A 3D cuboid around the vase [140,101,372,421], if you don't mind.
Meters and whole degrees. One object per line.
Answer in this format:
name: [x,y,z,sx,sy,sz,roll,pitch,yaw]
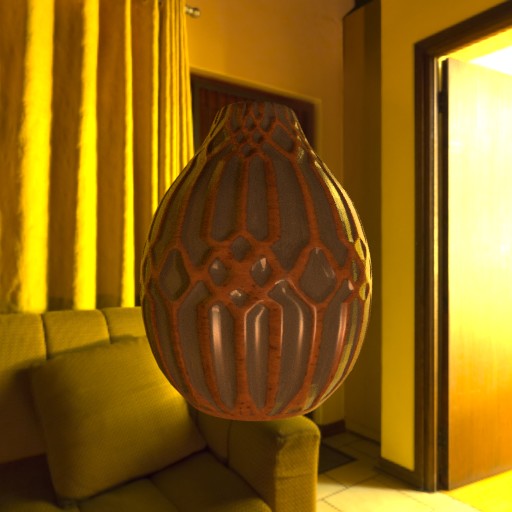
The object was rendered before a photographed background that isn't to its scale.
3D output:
vase: [0.000,0.000,0.136,0.069,0.088,0.069,0,0,0]
